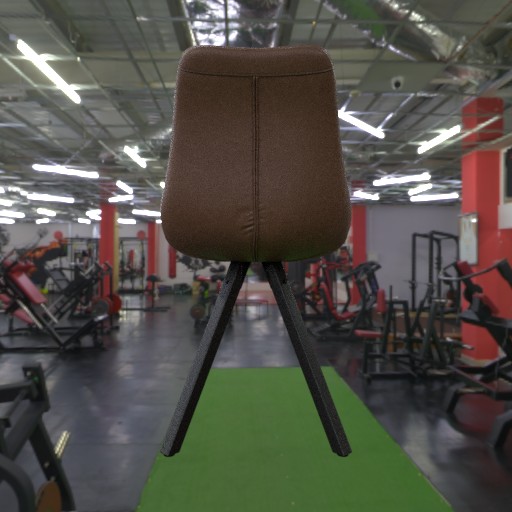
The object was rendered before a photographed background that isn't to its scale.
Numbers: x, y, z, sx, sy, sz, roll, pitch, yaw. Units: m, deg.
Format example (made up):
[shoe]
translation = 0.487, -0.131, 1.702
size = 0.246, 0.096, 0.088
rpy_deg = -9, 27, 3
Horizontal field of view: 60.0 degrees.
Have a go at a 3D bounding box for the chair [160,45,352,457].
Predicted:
[chair]
translation = 0.000, 0.000, 1.150
size = 0.475, 0.850, 0.550
rpy_deg = 0, 0, 0
